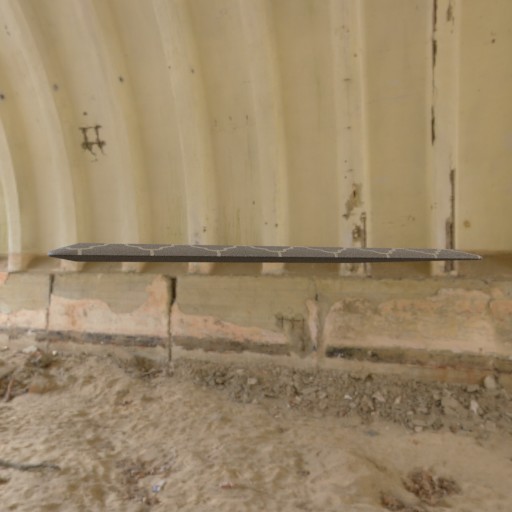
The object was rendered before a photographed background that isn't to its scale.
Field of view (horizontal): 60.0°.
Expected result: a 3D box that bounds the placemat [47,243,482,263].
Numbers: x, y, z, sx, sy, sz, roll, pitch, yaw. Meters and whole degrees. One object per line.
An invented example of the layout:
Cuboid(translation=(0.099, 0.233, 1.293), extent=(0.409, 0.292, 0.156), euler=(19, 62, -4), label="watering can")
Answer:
Cuboid(translation=(0.000, 0.000, 0.953), extent=(0.762, 0.021, 0.508), euler=(1, -2, -18), label="placemat")
